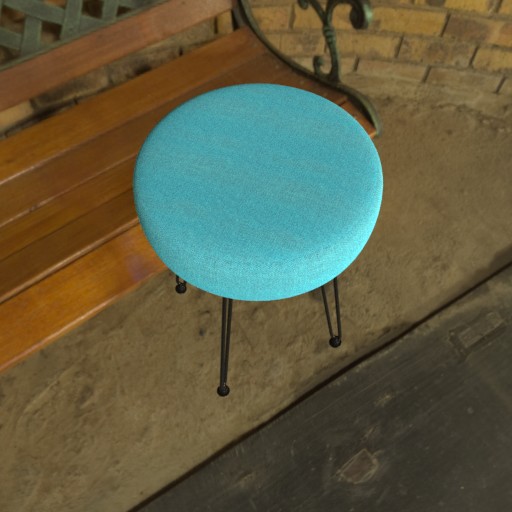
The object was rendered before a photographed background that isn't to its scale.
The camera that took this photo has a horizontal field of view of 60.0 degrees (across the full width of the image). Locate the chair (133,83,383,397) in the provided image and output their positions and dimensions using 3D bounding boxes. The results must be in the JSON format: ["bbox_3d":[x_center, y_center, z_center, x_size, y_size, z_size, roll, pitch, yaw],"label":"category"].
[{"bbox_3d":[0.000,0.000,0.696,0.350,0.440,0.350,18,60,11],"label":"chair"}]
